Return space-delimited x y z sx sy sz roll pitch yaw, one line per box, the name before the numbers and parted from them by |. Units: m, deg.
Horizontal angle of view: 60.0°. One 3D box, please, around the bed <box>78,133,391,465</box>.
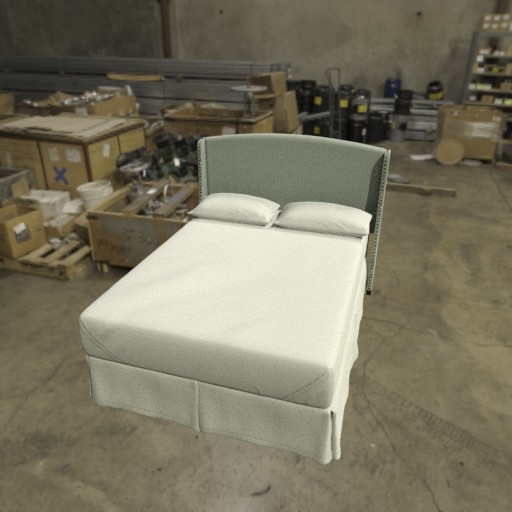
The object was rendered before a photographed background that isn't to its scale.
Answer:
bed | 0.000 0.000 3.337 1.710 1.407 2.237 8 28 16
